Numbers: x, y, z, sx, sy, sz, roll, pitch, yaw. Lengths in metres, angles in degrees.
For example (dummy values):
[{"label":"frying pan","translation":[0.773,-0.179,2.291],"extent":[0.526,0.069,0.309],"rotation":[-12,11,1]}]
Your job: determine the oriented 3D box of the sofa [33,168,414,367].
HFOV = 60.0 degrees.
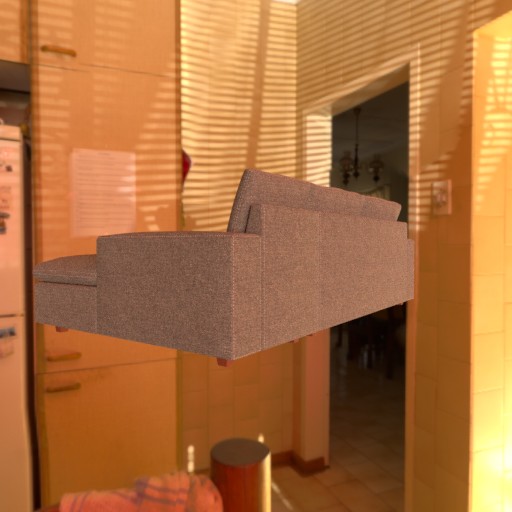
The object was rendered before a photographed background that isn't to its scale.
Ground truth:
[{"label":"sofa","translation":[0.000,0.000,3.509],"extent":[1.689,0.940,2.718],"rotation":[1,2,35]}]
